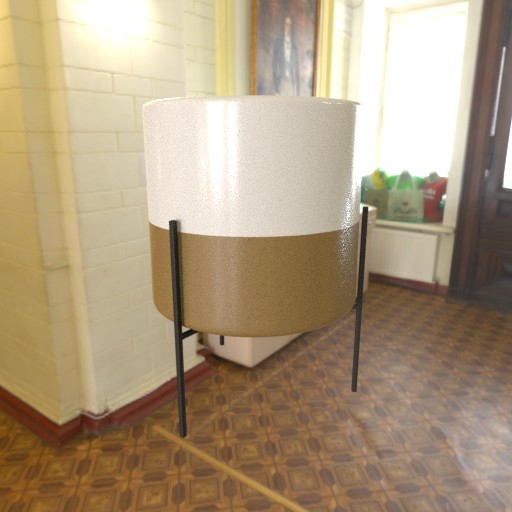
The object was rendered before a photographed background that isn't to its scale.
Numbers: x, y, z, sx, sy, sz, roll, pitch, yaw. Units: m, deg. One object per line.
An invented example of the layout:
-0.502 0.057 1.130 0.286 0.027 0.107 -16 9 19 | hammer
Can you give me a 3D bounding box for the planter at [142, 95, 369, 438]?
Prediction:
0.000 0.000 0.669 0.310 0.432 0.310 -2 15 -8 | planter
